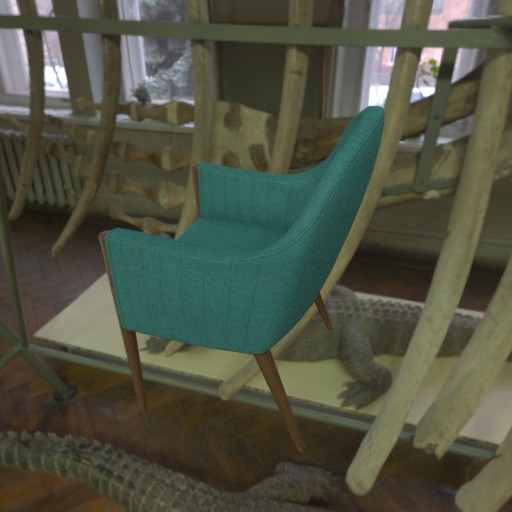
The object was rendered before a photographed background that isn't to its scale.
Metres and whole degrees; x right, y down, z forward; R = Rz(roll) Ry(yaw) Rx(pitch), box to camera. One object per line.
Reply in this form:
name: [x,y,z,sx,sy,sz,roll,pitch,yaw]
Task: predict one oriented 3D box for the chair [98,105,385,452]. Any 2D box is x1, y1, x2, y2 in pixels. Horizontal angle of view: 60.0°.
chair: [0.000,0.000,1.364,0.652,0.907,0.656,8,30,14]
